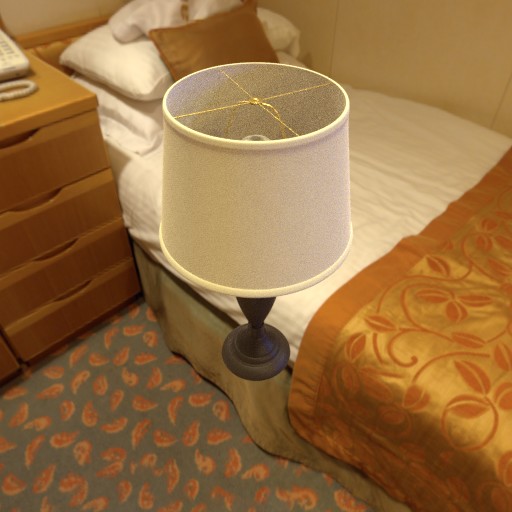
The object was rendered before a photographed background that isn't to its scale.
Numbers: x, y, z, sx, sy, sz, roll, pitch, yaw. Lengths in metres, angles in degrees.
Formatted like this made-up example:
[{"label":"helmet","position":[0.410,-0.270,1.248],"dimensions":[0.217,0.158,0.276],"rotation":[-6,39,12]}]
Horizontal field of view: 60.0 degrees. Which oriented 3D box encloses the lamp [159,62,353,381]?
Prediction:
[{"label":"lamp","position":[0.000,0.000,0.826],"dimensions":[0.335,0.611,0.335],"rotation":[0,43,0]}]
